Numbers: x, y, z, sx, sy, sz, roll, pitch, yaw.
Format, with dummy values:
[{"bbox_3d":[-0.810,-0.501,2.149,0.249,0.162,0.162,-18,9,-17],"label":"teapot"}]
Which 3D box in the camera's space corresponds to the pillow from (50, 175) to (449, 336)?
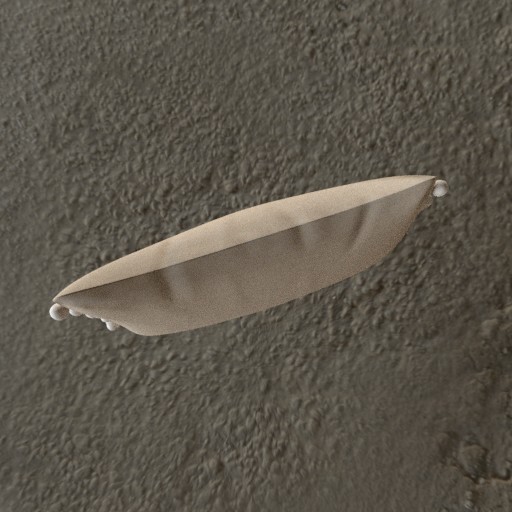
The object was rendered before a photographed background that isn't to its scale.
[{"bbox_3d":[0.000,0.000,0.862,0.709,0.322,0.201,-18,77,-4],"label":"pillow"}]
